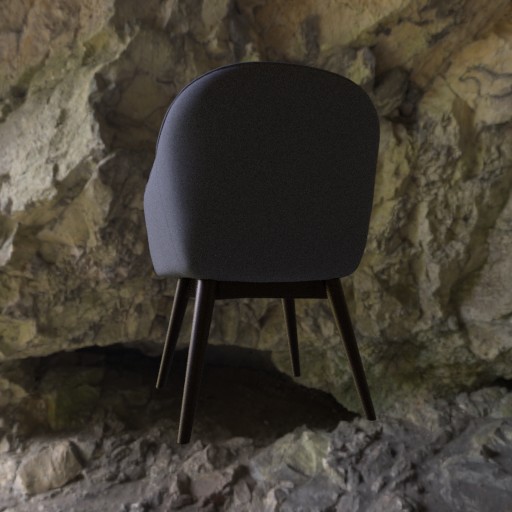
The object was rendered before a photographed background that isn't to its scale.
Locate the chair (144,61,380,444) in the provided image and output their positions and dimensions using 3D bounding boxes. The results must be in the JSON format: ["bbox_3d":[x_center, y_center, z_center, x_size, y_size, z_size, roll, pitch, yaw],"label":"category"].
[{"bbox_3d":[0.000,0.000,1.226,0.589,0.810,0.611,0,-2,-18],"label":"chair"}]
